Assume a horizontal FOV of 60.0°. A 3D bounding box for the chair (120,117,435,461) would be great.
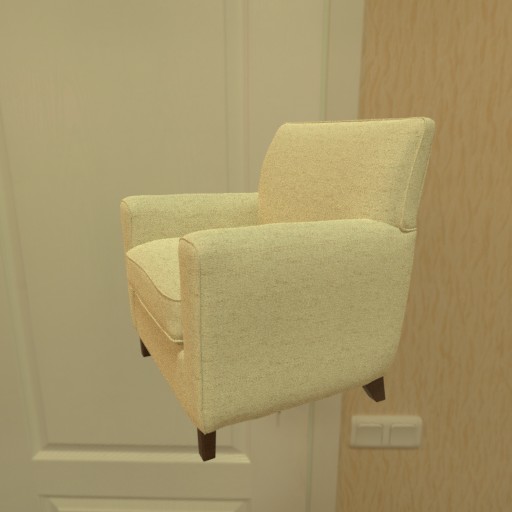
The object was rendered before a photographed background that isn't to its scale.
[{"bbox_3d":[0.000,0.000,1.592,0.823,0.943,0.870,-8,17,-27],"label":"chair"}]
